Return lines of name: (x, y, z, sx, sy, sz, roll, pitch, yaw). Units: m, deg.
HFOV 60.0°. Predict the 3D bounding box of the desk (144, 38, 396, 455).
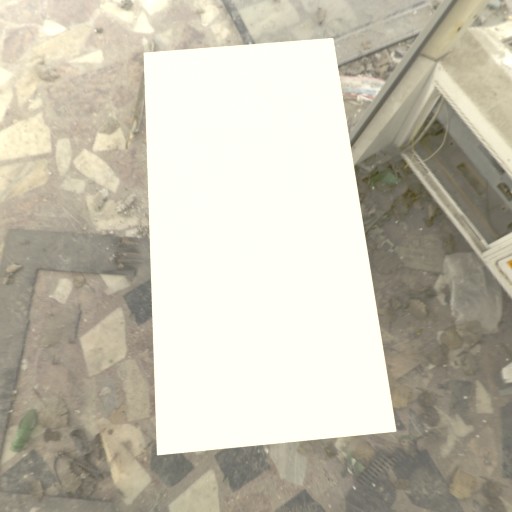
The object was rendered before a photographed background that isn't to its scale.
desk: (0.000, 0.000, 1.525, 0.560, 0.735, 1.097, -5, 75, -1)
